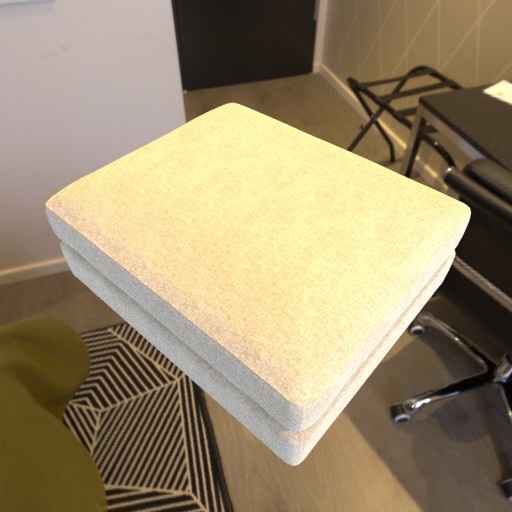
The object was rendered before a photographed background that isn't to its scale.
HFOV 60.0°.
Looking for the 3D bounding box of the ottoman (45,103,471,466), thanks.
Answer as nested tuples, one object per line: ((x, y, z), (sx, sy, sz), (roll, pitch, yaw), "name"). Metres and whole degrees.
((0.000, 0.000, 1.199), (0.821, 0.474, 0.693), (33, 54, 27), "ottoman")
